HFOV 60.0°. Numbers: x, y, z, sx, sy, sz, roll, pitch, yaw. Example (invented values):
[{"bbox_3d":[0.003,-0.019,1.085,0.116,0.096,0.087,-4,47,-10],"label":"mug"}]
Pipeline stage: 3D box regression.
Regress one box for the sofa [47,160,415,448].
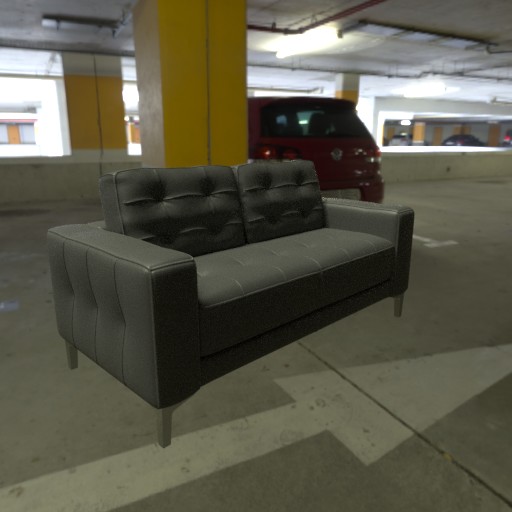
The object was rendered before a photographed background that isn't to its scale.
[{"bbox_3d":[0.000,0.000,2.202,1.726,0.892,0.833,-14,20,-43],"label":"sofa"}]
